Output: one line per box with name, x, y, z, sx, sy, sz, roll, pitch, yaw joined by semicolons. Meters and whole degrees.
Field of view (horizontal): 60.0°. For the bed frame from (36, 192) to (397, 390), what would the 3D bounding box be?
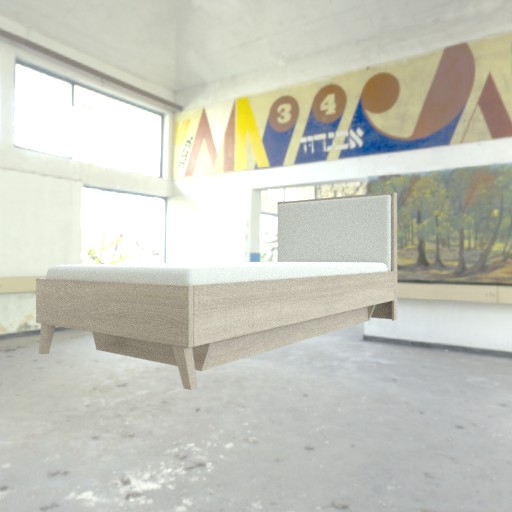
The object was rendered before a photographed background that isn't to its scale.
bed frame;0.000;0.000;2.649;0.990;0.920;2.140;0;0;36
